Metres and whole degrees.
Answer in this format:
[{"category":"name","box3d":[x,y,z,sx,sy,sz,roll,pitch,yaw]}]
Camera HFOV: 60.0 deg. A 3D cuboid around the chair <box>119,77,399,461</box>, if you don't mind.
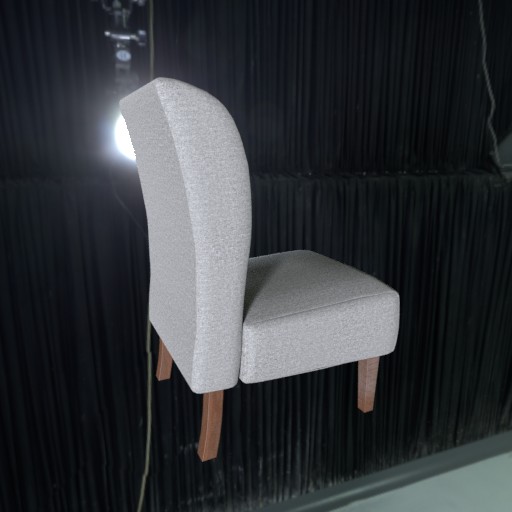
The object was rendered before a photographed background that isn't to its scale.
[{"category":"chair","box3d":[0.000,0.000,1.174,0.592,0.804,0.513,-7,16,-25]}]
